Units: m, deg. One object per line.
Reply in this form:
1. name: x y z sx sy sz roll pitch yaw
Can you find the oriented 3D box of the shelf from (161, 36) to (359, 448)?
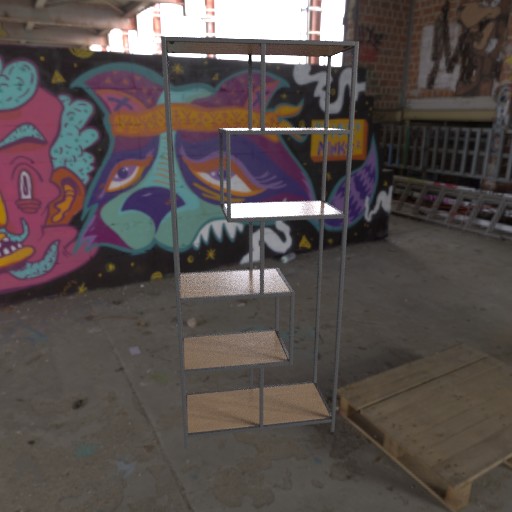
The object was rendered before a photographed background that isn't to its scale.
1. shelf: 0.000 0.000 2.136 0.770 1.850 0.350 -3 18 -9
